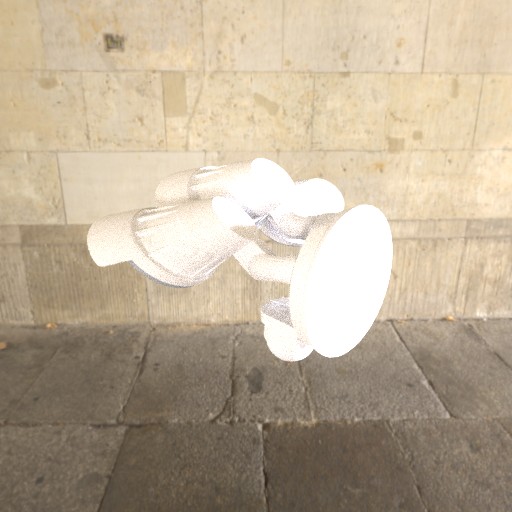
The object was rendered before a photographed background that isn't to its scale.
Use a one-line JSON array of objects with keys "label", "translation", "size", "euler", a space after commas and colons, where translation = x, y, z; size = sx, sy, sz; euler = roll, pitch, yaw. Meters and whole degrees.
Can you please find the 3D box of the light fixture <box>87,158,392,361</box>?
[{"label": "light fixture", "translation": [0.000, 0.000, 0.548], "size": [0.278, 0.237, 0.369], "euler": [17, 25, 41]}]
